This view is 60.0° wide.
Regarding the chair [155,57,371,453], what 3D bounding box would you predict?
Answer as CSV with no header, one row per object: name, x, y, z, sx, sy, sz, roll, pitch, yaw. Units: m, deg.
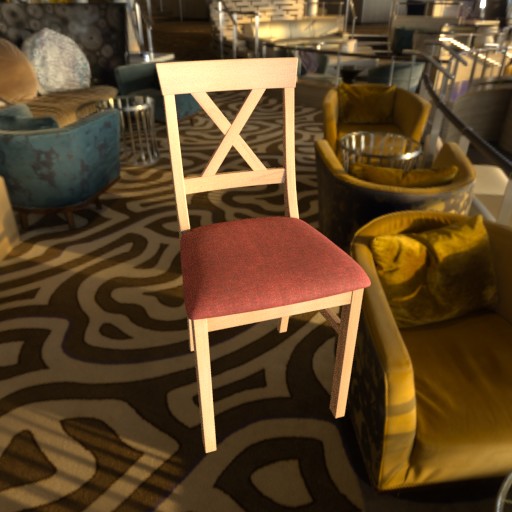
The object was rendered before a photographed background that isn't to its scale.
chair,0.000,0.000,1.183,0.439,0.912,0.492,-9,32,-15
